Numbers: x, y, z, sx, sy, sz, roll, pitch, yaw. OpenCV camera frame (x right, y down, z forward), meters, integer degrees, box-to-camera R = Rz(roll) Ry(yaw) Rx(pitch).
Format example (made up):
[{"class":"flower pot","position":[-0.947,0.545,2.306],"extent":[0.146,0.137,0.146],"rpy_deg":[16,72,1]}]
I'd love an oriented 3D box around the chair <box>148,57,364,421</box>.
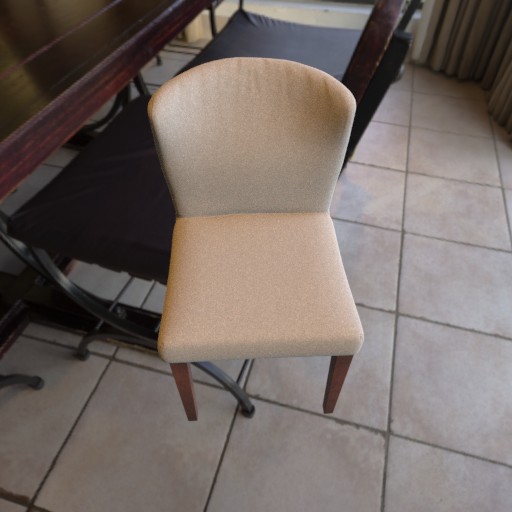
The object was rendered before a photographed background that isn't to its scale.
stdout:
[{"class":"chair","position":[0.000,0.000,1.207],"extent":[0.491,0.839,0.592],"rpy_deg":[-2,47,-2]}]
